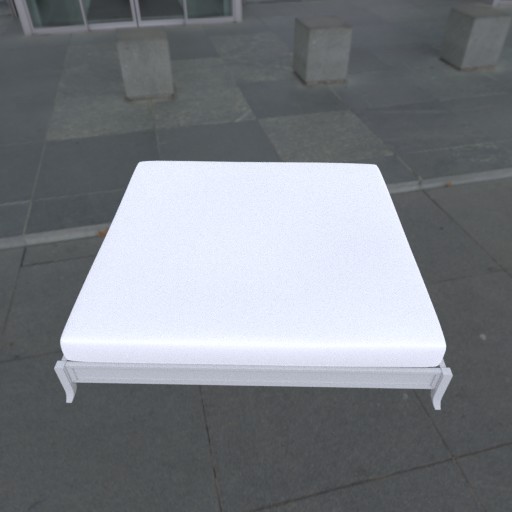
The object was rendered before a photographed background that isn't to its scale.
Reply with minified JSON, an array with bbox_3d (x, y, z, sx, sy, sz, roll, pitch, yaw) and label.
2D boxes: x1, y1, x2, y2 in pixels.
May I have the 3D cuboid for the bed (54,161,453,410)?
[{"bbox_3d":[0.000,0.000,3.089,2.108,0.510,2.007,1,41,1],"label":"bed"}]
